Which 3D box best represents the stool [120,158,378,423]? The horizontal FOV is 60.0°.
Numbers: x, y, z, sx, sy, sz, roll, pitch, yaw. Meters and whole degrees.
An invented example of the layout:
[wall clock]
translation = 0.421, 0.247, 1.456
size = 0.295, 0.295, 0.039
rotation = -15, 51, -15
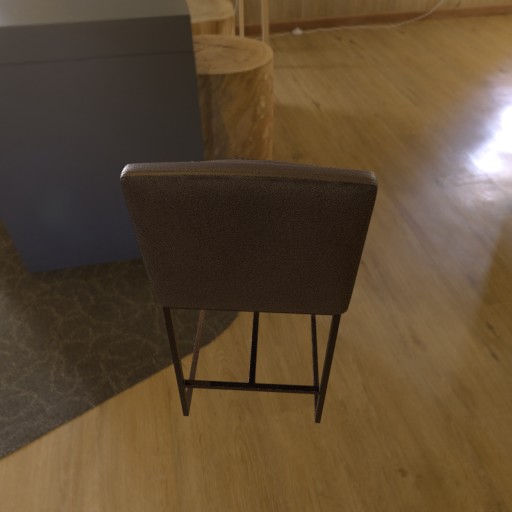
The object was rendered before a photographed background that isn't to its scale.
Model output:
[stool]
translation = 0.000, 0.000, 1.258
size = 0.463, 0.946, 0.562
rotation = 2, 46, 2
